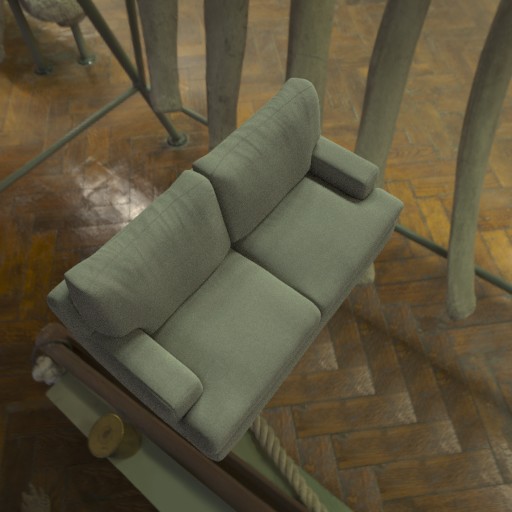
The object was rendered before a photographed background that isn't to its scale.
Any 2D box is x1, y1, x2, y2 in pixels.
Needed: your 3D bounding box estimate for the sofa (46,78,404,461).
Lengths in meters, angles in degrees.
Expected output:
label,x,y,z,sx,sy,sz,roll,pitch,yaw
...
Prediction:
label,x,y,z,sx,sy,sz,roll,pitch,yaw
sofa,0.000,0.000,2.430,0.962,0.980,1.855,34,64,19
